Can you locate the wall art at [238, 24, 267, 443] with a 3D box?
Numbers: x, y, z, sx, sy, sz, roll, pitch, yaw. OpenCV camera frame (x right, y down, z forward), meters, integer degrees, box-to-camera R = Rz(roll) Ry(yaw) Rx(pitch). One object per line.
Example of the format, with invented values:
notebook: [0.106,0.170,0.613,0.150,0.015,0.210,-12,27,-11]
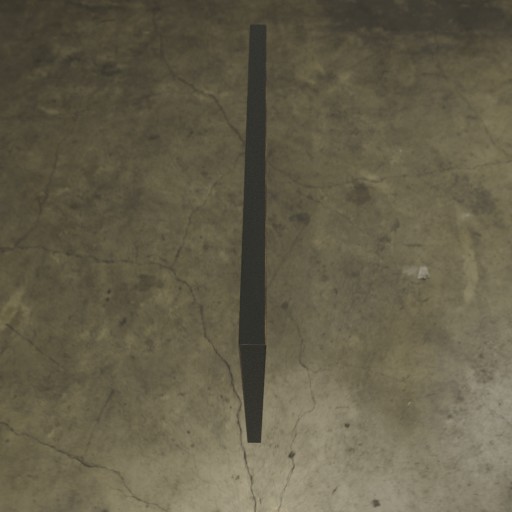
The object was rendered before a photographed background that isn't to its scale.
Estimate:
wall art: [0.000,0.000,1.125,0.038,0.762,0.762,1,58,0]
